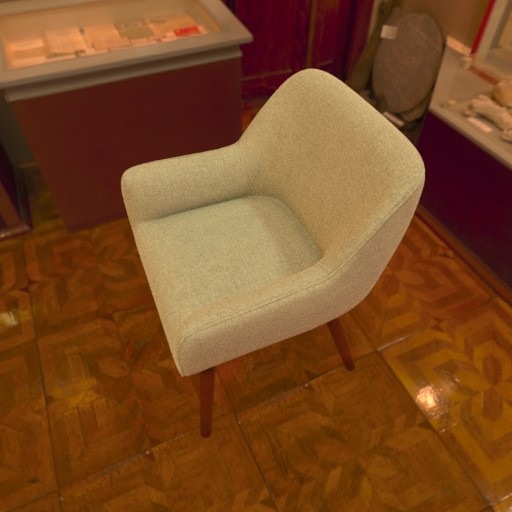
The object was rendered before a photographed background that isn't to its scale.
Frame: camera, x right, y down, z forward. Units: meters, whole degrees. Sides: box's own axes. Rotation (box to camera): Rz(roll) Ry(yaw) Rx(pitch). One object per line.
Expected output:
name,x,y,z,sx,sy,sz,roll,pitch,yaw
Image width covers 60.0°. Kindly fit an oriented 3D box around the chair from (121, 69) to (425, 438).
chair,0.000,0.000,1.266,0.610,0.813,0.610,-17,50,-15
